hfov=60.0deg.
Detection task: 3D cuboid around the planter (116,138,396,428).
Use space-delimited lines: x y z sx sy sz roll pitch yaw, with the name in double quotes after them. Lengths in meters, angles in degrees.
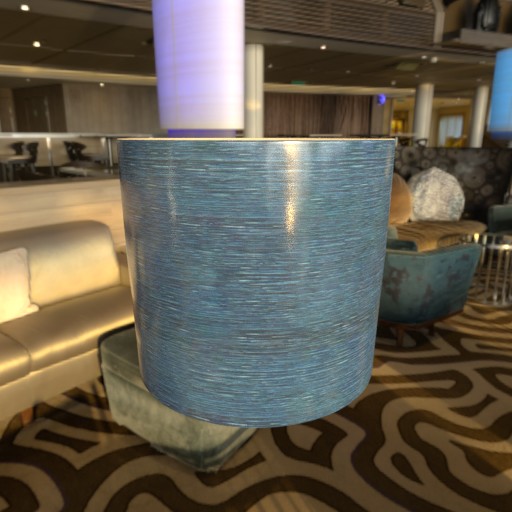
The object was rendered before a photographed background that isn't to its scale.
0.000 0.000 0.393 0.221 0.201 0.221 0 15 0 "planter"
